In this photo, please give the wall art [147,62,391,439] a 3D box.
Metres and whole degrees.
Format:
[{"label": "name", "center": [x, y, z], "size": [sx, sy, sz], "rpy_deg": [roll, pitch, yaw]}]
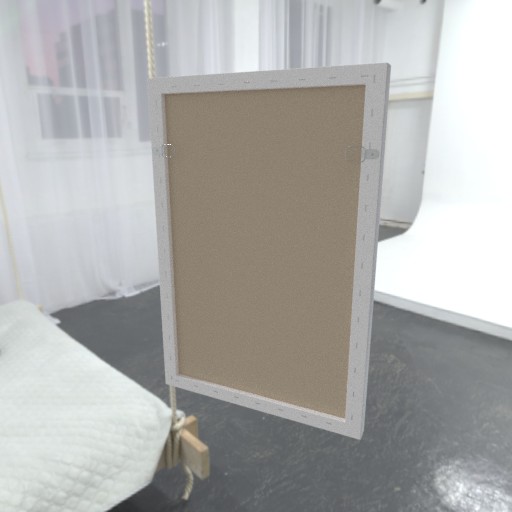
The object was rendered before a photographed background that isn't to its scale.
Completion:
[{"label": "wall art", "center": [0.000, 0.000, 1.184], "size": [0.624, 0.914, 0.043], "rpy_deg": [7, 17, 25]}]
